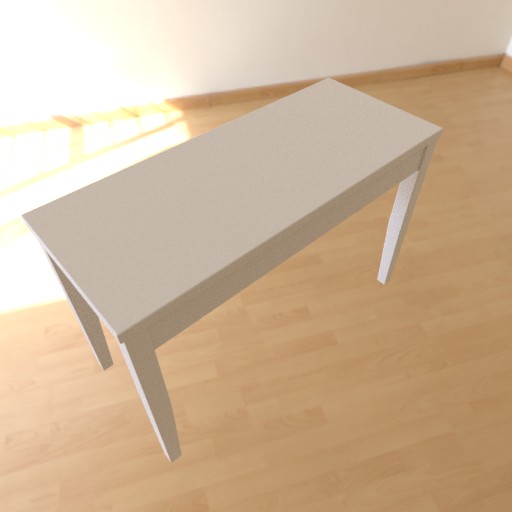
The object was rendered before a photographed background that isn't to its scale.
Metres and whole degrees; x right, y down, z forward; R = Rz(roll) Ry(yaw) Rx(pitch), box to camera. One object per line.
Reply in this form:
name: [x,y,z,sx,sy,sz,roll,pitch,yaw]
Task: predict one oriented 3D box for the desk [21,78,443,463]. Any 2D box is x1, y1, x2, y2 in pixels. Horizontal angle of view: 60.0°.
desk: [0.000,0.000,1.601,1.220,0.775,0.508,-33,55,-27]
